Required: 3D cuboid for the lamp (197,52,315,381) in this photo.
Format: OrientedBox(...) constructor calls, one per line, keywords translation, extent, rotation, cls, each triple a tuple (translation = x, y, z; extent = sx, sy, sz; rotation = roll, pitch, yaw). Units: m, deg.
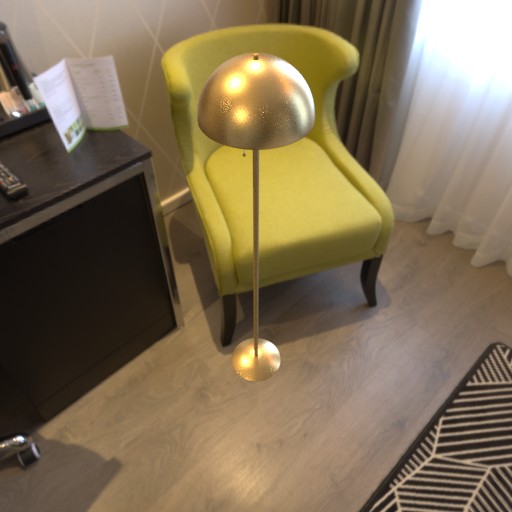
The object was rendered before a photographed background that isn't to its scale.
OrientedBox(translation=(0.000, 0.000, 1.655), extent=(0.328, 1.480, 0.328), rotation=(11, 48, 10), cls="lamp")
